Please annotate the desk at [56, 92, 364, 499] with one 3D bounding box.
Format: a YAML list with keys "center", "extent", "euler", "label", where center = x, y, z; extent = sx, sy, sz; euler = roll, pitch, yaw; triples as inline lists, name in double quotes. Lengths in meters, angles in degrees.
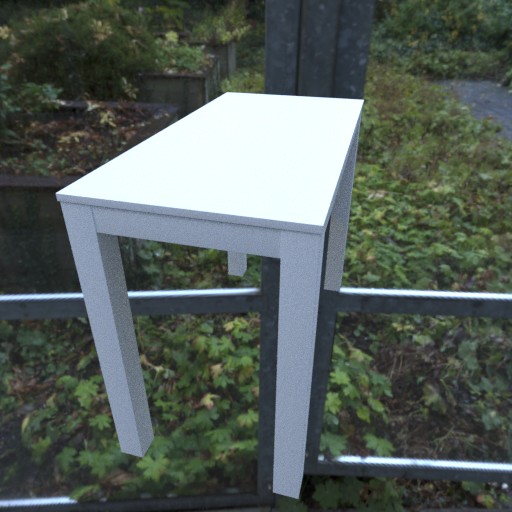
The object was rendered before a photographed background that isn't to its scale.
- center: [0.000, 0.000, 1.369]
  extent: [0.497, 0.762, 0.990]
  euler: [8, 32, 13]
  label: "desk"
